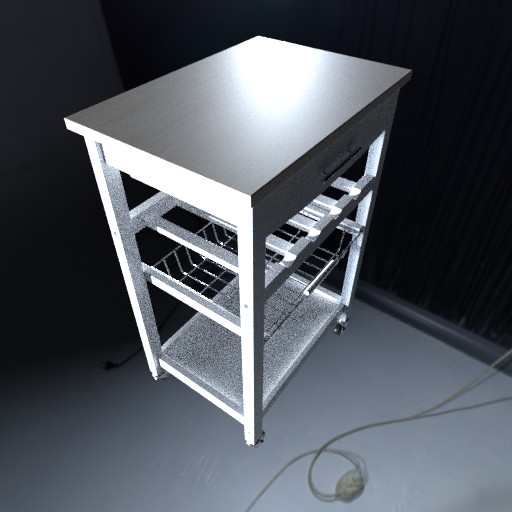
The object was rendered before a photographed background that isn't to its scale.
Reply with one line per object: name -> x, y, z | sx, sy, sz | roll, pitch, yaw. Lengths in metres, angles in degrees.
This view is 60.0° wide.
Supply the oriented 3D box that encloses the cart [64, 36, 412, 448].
cart -> 0.000, 0.000, 1.144 | 0.406, 0.857, 0.578 | 26, 48, 26
